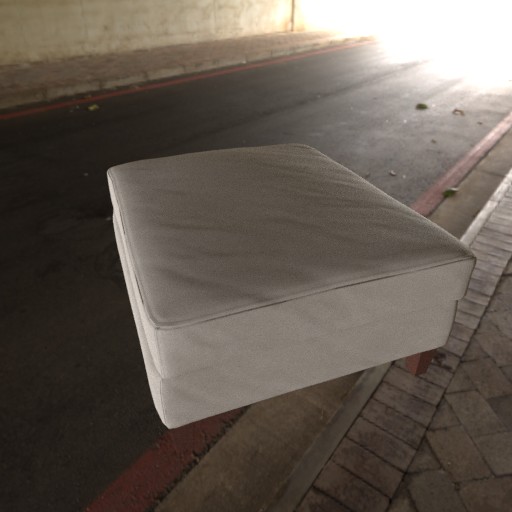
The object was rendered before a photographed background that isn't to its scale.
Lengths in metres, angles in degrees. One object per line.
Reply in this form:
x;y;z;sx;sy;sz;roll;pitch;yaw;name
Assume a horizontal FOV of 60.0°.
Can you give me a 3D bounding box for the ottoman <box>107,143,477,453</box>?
0.000;0.000;1.462;0.836;0.492;1.002;-11;33;-18;ottoman
